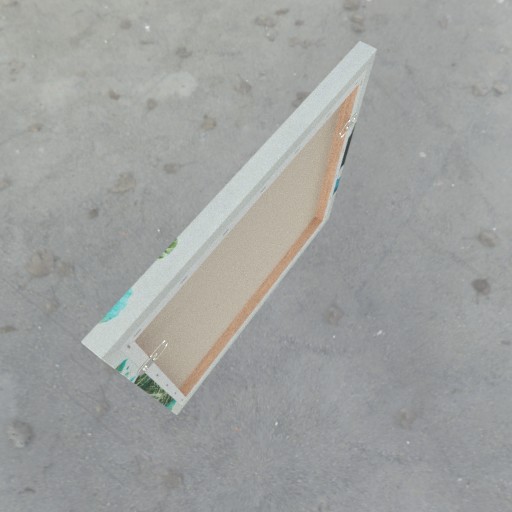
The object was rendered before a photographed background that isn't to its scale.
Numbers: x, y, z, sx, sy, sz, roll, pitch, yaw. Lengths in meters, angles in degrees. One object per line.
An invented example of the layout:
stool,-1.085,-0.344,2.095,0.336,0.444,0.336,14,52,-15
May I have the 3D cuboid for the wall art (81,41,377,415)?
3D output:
wall art,0.000,0.000,0.970,0.043,0.610,0.711,33,68,15
